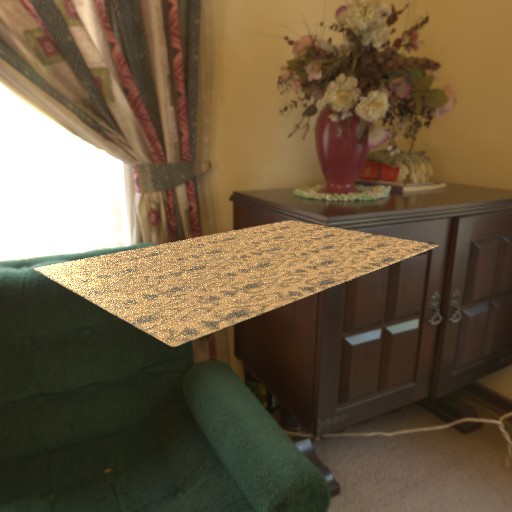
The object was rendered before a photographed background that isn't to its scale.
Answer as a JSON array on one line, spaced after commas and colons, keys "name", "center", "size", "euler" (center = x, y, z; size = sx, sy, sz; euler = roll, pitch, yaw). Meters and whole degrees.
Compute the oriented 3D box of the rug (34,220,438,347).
[{"name": "rug", "center": [0.000, 0.000, 2.096], "size": [1.652, 0.006, 1.035], "euler": [-14, 20, -43]}]
